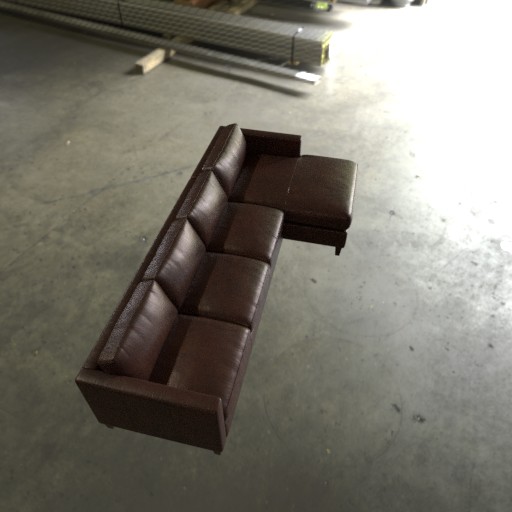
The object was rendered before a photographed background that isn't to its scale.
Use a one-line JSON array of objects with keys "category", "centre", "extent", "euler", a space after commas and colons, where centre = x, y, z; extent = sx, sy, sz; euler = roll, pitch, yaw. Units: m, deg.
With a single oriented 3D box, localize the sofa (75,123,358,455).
[{"category": "sofa", "centre": [0.000, 0.000, 3.920], "extent": [1.581, 0.883, 3.203], "euler": [10, 46, 9]}]
